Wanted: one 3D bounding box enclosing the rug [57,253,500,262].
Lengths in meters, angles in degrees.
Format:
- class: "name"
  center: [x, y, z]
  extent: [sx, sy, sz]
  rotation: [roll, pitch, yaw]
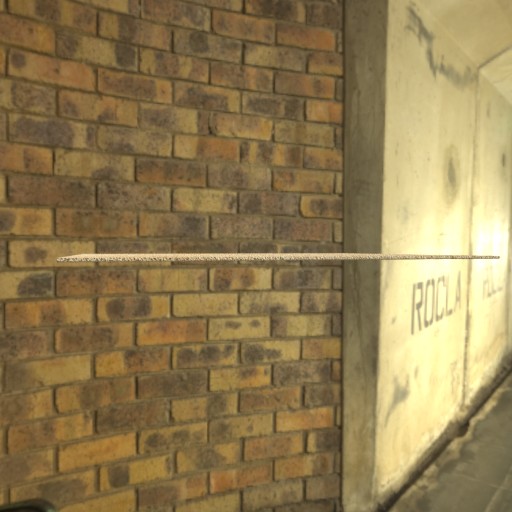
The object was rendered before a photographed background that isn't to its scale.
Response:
- class: "rug"
  center: [0.000, 0.000, 3.931]
  extent: [3.000, 0.025, 2.400]
  rotation: [0, 1, -18]
